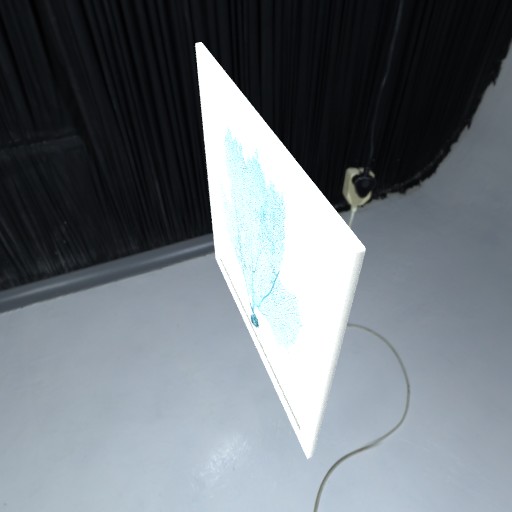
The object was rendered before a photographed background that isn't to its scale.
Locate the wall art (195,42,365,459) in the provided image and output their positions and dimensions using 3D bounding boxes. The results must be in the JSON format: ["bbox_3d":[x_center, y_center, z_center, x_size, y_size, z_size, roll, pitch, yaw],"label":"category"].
[{"bbox_3d":[0.000,0.000,0.850,0.013,0.584,0.584,-16,48,-15],"label":"wall art"}]
